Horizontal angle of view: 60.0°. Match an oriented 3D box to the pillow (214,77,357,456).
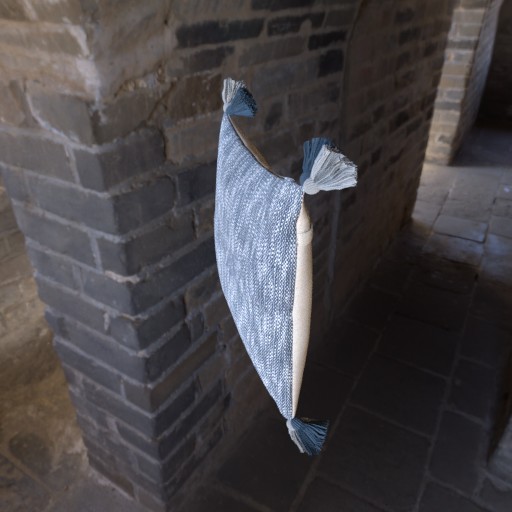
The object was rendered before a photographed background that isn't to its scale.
[{"bbox_3d":[0.000,0.000,0.935,0.138,0.634,0.614,-9,32,-14],"label":"pillow"}]
